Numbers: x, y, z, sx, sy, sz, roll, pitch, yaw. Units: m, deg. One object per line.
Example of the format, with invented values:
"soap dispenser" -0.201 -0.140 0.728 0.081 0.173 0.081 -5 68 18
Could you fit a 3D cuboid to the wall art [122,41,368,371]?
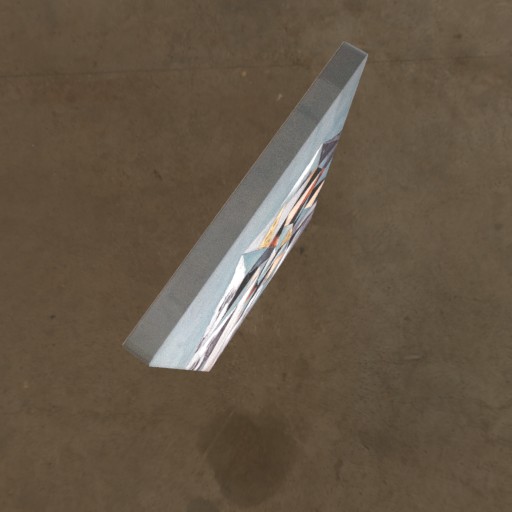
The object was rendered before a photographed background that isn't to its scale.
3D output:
"wall art" 0.000 0.000 0.800 0.037 0.613 0.455 33 77 8
